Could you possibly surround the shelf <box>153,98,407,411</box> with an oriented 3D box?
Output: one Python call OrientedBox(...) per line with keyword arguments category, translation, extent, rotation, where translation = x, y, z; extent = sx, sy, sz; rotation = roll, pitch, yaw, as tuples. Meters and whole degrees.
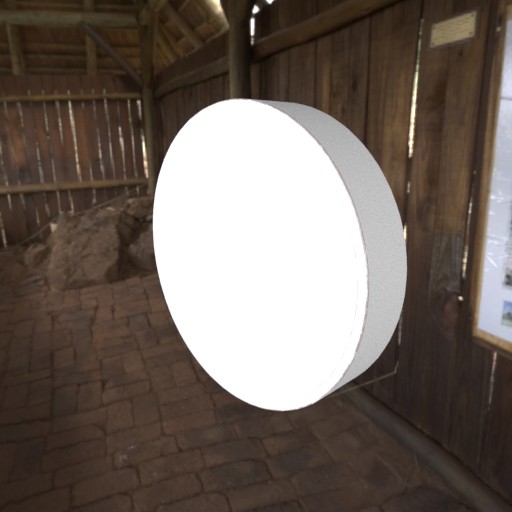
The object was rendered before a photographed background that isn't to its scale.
OrientedBox(category="shelf", translation=(0.000, 0.000, 1.216), extent=(0.158, 0.807, 0.806), rotation=(-14, 20, -42))
